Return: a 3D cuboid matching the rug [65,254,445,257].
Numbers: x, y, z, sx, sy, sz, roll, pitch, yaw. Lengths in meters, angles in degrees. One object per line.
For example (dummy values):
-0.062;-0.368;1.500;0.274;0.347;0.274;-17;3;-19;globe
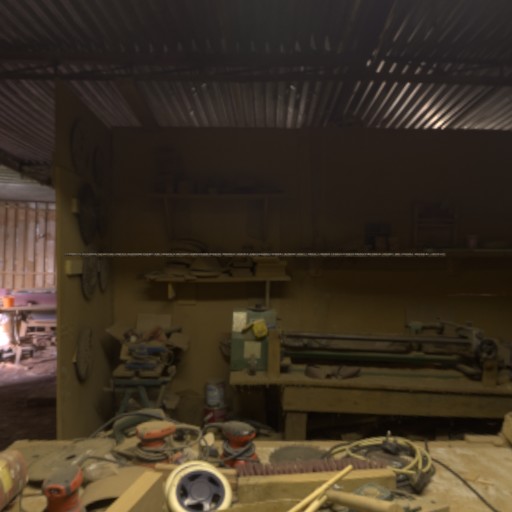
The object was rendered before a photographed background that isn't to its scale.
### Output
0.000;0.000;2.331;1.220;0.008;1.824;0;0;0;rug
